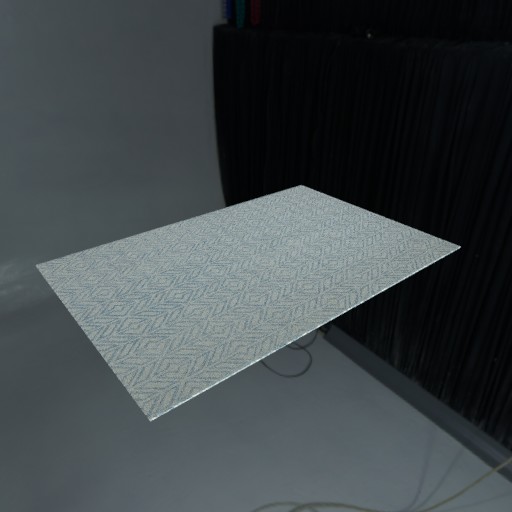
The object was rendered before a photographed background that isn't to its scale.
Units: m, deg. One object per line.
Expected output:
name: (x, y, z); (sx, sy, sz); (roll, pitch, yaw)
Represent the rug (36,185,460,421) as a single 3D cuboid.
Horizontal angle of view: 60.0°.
rug: (0.000, 0.000, 2.283); (1.824, 0.008, 1.220); (-21, 36, -33)
